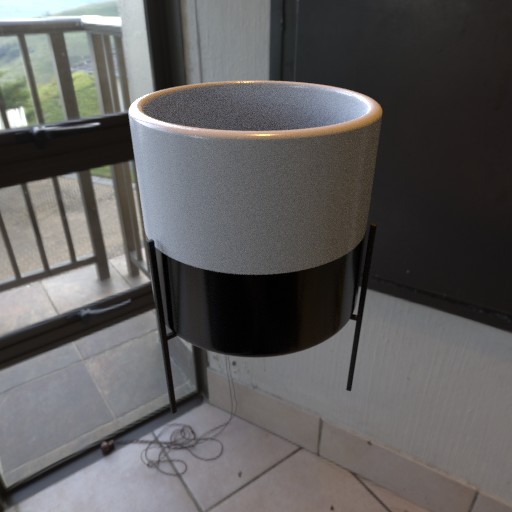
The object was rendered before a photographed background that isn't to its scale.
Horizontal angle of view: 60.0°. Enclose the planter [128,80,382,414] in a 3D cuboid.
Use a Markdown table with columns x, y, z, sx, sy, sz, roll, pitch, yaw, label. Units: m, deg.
| x | y | z | sx | sy | sz | roll | pitch | yaw | label |
| --- | --- | --- | --- | --- | --- | --- | --- | --- | --- |
| 0.000 | 0.000 | 0.642 | 0.310 | 0.432 | 0.310 | 20 | 36 | 30 | planter |
